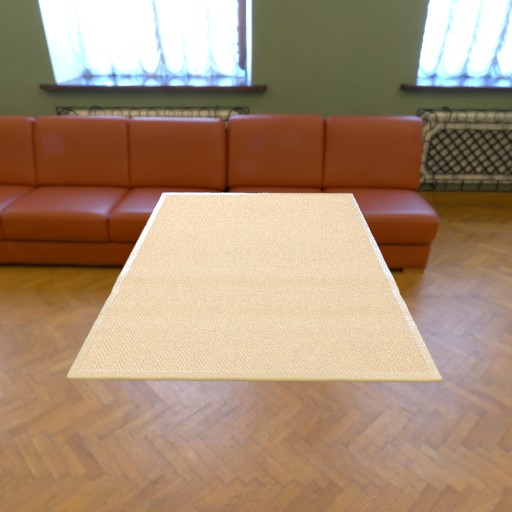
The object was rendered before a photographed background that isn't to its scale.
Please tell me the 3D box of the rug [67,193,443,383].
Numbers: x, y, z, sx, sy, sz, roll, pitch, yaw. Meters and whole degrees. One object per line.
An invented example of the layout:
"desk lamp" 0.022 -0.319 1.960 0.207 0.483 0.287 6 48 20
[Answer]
"rug" 0.000 0.000 4.789 2.734 0.037 3.659 0 29 0
